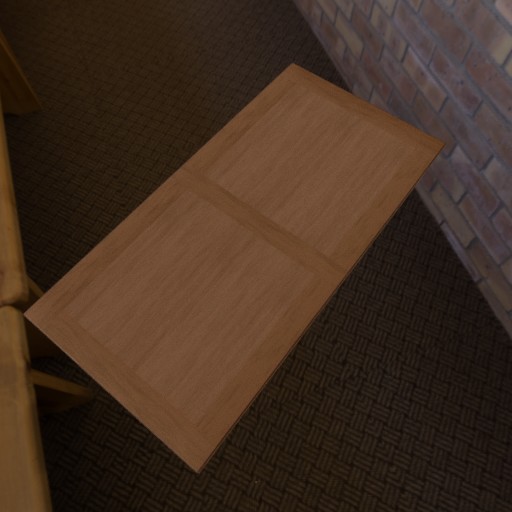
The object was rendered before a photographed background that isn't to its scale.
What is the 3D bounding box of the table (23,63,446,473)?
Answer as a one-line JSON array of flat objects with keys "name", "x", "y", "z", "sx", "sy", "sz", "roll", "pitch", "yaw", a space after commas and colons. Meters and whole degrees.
[{"name": "table", "x": 0.000, "y": 0.000, "z": 2.457, "sx": 1.000, "sy": 0.762, "sz": 1.982, "roll": 35, "pitch": 68, "yaw": 16}]
